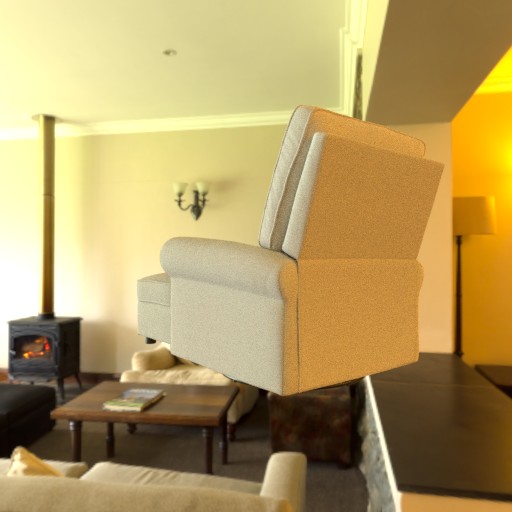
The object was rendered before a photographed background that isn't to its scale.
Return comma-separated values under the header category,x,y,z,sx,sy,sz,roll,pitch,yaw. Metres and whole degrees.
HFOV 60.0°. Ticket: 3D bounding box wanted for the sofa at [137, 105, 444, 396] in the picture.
category,x,y,z,sx,sy,sz,roll,pitch,yaw
sofa,0.000,0.000,2.056,0.880,0.959,1.478,0,-1,-39
